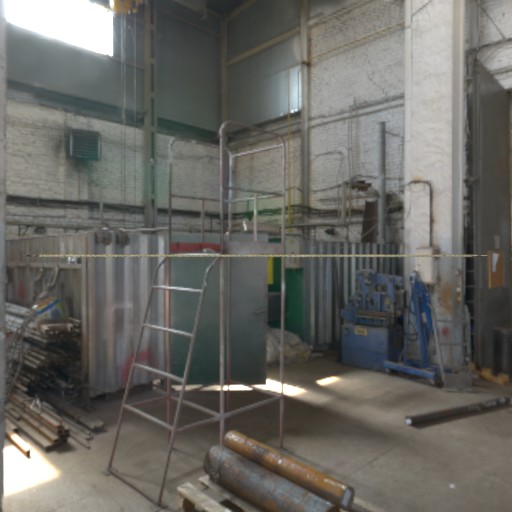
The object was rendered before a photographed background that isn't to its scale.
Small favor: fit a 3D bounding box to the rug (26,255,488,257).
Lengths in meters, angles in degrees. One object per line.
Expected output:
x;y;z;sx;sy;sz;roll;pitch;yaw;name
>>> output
0.000;0.000;2.330;1.802;0.008;1.247;0;0;-1;rug
